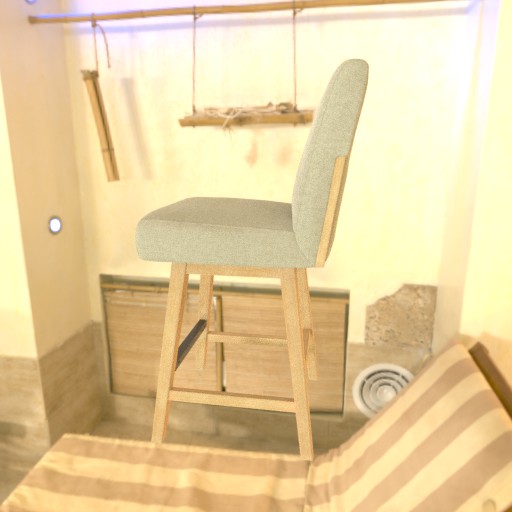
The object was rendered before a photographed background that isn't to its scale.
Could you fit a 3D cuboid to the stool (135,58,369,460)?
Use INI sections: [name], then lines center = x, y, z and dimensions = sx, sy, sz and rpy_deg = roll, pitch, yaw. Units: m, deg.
[stool]
center = 0.000, 0.000, 1.404
dimensions = 0.606, 1.085, 0.507
rpy_deg = 2, 15, 9
